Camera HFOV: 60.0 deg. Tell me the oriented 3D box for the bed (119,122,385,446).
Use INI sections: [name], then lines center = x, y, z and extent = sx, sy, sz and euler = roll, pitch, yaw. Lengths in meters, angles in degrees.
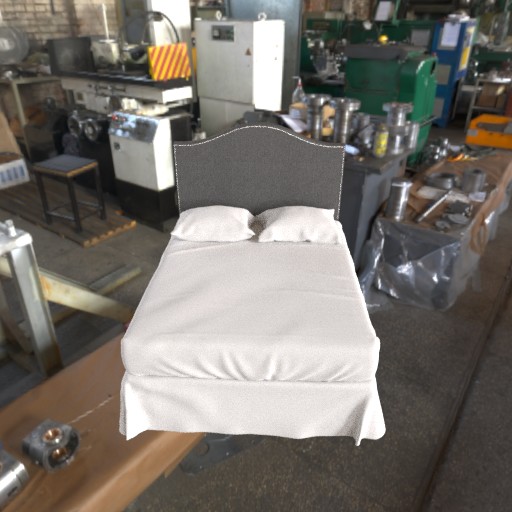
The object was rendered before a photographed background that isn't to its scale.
[bed]
center = 0.000, 0.000, 3.497
extent = 1.876, 1.645, 2.221
euler = 1, 29, 2
